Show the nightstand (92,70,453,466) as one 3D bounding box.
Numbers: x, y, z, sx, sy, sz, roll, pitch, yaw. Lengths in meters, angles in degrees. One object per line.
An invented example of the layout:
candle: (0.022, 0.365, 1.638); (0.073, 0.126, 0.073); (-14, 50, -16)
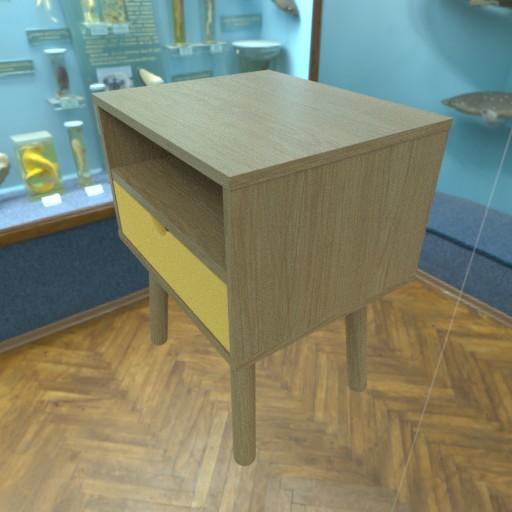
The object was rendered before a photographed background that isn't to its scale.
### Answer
nightstand: (0.000, 0.000, 0.857); (0.380, 0.571, 0.450); (-21, 38, -29)
